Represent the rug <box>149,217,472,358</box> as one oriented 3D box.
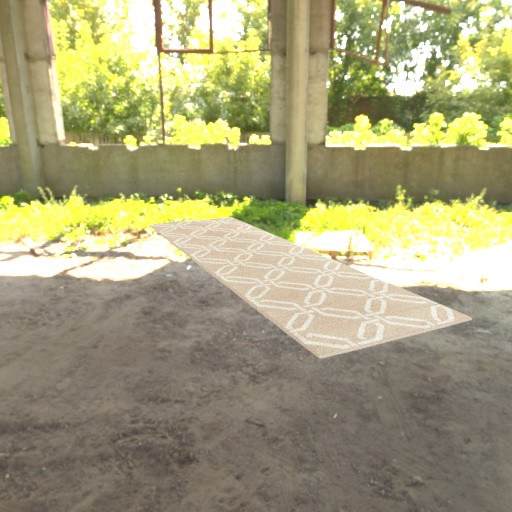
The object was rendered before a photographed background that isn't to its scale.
[{"bbox_3d":[0.000,0.000,2.489,0.678,0.014,2.276,-7,17,-25],"label":"rug"}]
